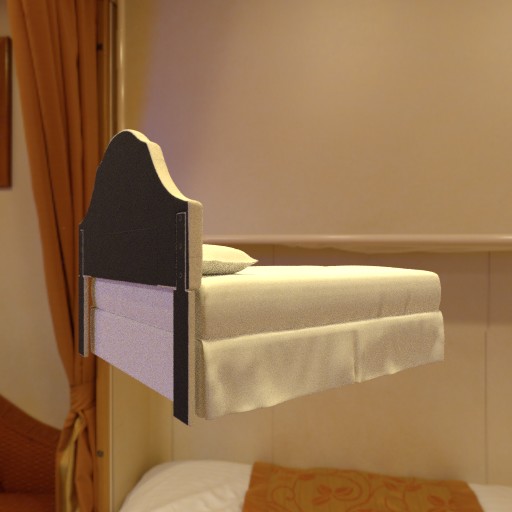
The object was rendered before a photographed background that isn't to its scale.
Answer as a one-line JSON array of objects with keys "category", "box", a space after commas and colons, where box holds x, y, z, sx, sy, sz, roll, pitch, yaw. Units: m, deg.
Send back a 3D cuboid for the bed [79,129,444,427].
[{"category": "bed", "box": [0.000, 0.000, 3.531, 2.214, 1.615, 2.008, 0, 0, -36]}]
